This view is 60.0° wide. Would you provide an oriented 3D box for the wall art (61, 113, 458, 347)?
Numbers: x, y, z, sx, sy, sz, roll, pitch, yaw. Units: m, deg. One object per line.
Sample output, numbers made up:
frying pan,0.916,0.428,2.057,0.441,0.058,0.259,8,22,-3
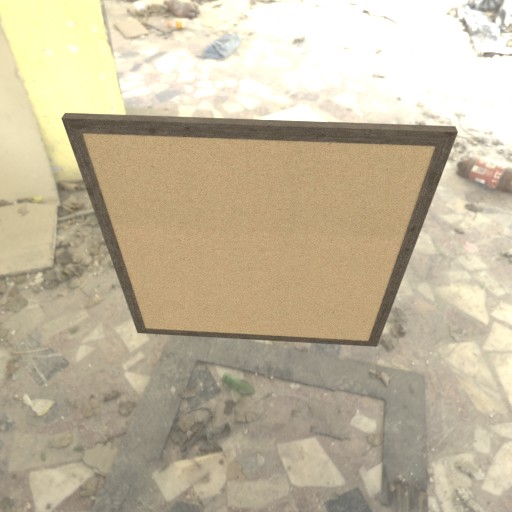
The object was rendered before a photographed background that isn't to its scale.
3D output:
wall art,0.000,0.000,0.682,0.457,0.457,0.013,3,47,3
